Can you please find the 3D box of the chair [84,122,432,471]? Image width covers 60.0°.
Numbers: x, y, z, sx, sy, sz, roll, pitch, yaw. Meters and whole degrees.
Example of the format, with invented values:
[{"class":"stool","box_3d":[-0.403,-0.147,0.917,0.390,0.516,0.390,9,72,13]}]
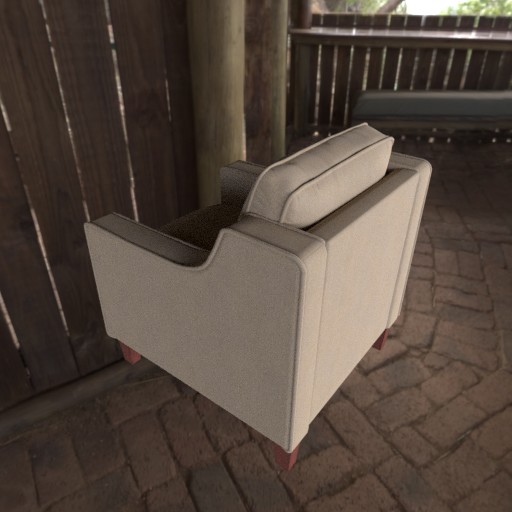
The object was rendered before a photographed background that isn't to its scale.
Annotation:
[{"class":"chair","box_3d":[0.000,0.000,1.660,0.909,0.960,0.831,22,37,32]}]
